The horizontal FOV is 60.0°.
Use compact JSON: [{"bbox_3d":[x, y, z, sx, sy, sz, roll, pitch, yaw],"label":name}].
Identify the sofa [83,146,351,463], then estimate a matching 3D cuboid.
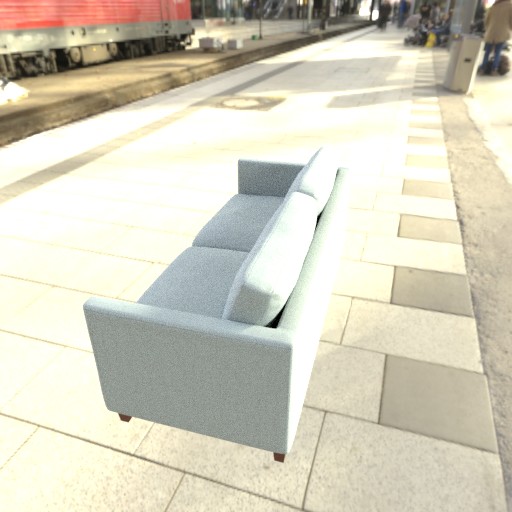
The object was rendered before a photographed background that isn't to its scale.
[{"bbox_3d":[0.000,0.000,2.796,0.951,0.965,2.208,8,30,14],"label":"sofa"}]
